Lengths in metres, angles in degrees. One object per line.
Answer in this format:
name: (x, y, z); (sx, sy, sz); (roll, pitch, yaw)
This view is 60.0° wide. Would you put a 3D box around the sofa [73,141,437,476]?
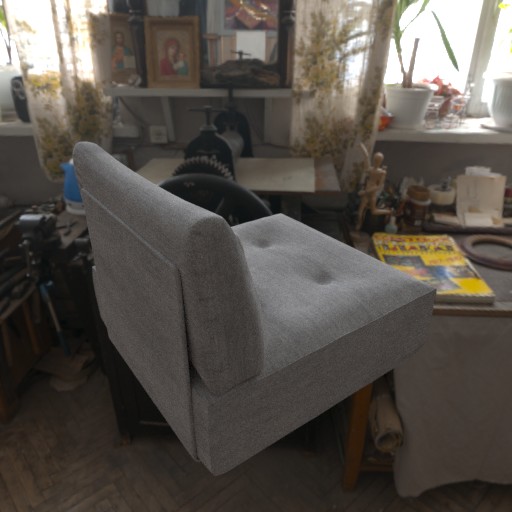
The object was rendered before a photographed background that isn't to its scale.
sofa: (0.000, 0.000, 1.674); (1.000, 0.820, 0.930); (-18, 33, -31)
